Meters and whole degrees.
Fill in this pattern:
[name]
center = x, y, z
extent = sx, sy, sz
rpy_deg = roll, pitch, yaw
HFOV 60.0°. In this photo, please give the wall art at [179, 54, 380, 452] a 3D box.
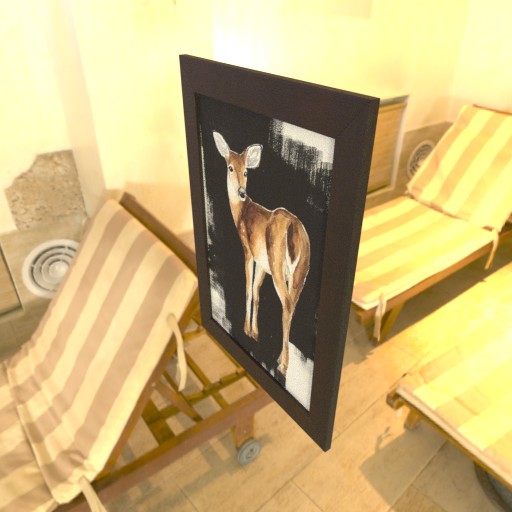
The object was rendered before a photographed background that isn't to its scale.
[wall art]
center = 0.000, 0.000, 0.652
extent = 0.013, 0.508, 0.359
rpy_deg = -21, 38, -31
